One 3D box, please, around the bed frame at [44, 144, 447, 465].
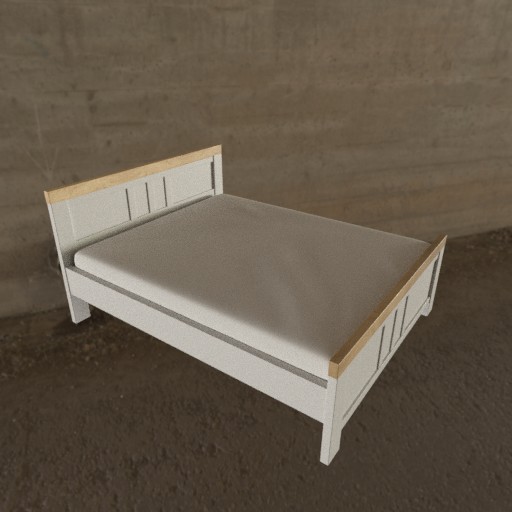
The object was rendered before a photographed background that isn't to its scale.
[{"bbox_3d":[0.000,0.000,3.042,2.050,0.980,1.670,18,31,32],"label":"bed frame"}]
